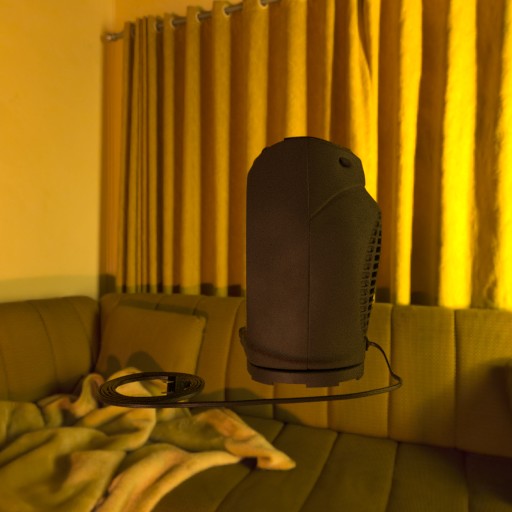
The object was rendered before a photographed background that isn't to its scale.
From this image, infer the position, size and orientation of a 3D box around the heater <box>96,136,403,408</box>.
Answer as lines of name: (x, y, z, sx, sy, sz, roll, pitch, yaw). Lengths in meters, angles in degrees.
heater: (0.000, 0.000, 0.483, 0.291, 0.255, 0.239, 0, 1, 2)
